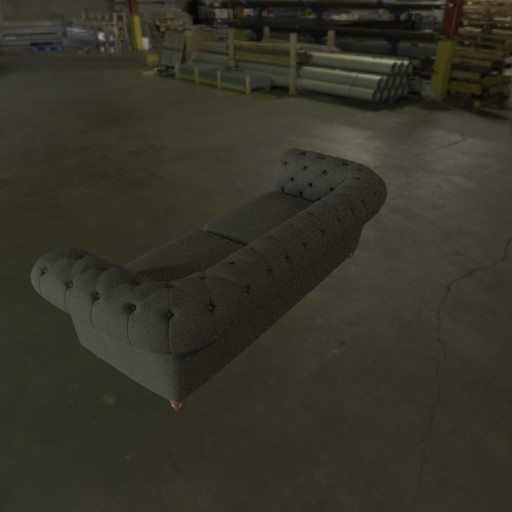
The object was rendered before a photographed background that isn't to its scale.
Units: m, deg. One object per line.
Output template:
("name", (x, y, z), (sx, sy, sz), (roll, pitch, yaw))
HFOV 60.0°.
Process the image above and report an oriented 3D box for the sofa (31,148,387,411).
("sofa", (0.000, 0.000, 2.800), (0.991, 0.762, 2.362), (21, 36, 31))
